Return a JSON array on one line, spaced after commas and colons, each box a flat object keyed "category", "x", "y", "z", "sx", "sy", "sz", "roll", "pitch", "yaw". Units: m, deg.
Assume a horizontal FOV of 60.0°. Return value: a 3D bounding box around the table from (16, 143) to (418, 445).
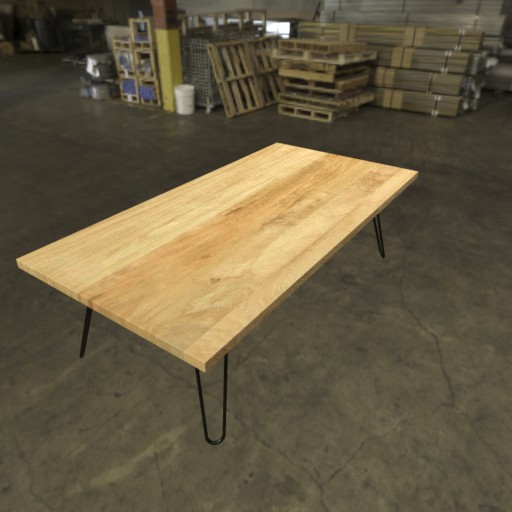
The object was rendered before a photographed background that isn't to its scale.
[{"category": "table", "x": 0.000, "y": 0.000, "z": 1.645, "sx": 0.699, "sy": 0.400, "sz": 1.348, "roll": 20, "pitch": 36, "yaw": 30}]
